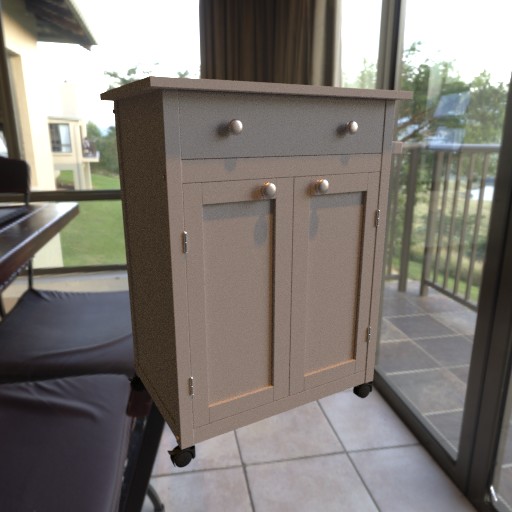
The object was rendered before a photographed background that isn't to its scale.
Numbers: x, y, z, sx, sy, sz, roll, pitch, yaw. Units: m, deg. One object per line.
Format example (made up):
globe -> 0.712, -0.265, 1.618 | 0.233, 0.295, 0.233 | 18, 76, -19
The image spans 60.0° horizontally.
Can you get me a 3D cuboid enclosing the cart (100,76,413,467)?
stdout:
cart -> 0.000, 0.000, 1.246 | 0.683, 0.864, 0.442 | -9, 18, -29
